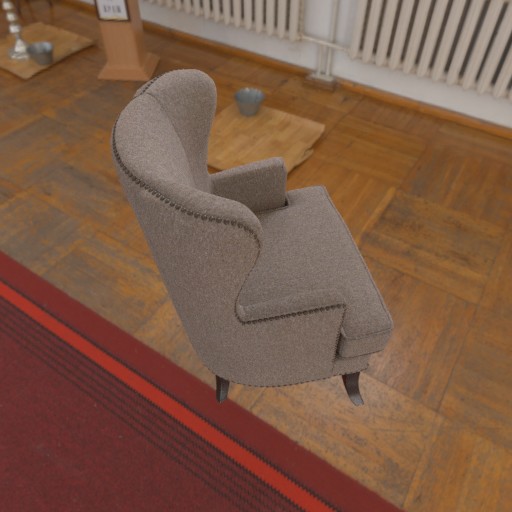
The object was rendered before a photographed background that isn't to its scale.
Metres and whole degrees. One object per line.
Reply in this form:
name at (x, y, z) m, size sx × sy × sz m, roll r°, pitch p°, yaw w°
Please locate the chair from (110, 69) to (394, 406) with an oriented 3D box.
chair at (0.000, 0.000, 1.546) m, size 0.758 × 1.060 × 0.759 m, roll -9°, pitch 47°, yaw -8°
